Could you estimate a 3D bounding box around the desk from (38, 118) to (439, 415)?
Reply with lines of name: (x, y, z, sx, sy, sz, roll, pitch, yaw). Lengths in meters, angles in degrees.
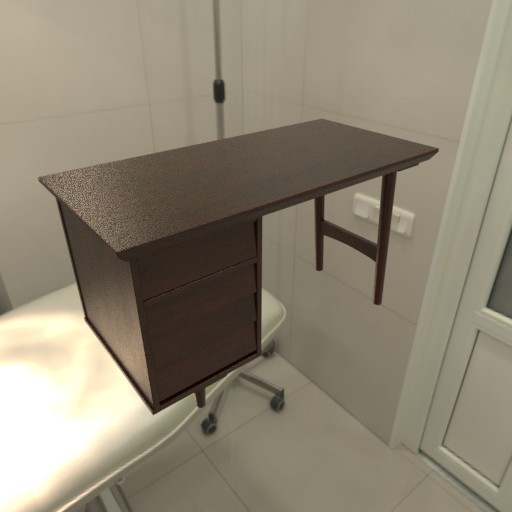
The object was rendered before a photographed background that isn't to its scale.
desk: (0.000, 0.000, 1.727, 1.277, 0.758, 0.612, -22, 37, -32)
